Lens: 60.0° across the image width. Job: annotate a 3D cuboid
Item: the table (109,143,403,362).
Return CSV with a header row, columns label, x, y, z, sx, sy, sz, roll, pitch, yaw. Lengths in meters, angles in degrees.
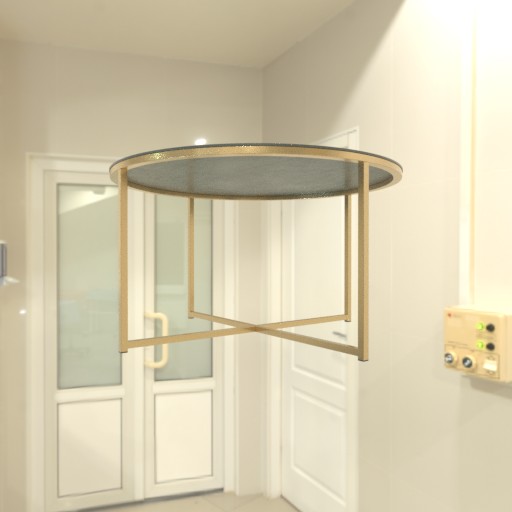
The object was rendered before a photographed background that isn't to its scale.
label,x,y,z,sx,sy,sz,roll,pitch,yaw
table,0.000,0.000,1.273,0.800,0.450,0.800,0,0,0
